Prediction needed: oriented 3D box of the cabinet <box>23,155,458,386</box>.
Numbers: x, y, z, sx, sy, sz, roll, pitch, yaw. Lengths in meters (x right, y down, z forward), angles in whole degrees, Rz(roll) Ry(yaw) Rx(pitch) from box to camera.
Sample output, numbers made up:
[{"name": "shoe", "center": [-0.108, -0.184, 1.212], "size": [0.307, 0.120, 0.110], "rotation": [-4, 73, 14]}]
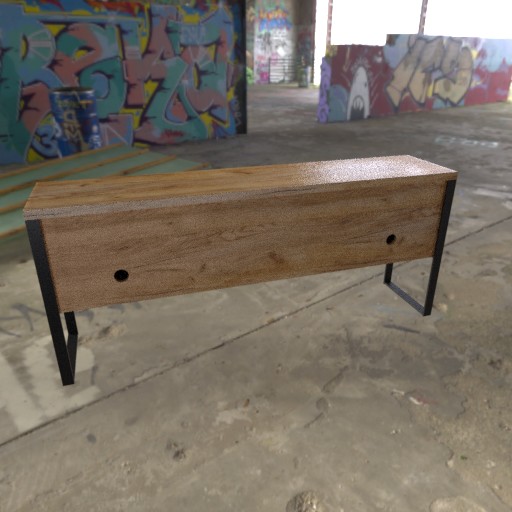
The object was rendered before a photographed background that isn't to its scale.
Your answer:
[{"name": "cabinet", "center": [0.000, 0.000, 2.092], "size": [1.800, 0.762, 0.395], "rotation": [-8, 26, -16]}]
